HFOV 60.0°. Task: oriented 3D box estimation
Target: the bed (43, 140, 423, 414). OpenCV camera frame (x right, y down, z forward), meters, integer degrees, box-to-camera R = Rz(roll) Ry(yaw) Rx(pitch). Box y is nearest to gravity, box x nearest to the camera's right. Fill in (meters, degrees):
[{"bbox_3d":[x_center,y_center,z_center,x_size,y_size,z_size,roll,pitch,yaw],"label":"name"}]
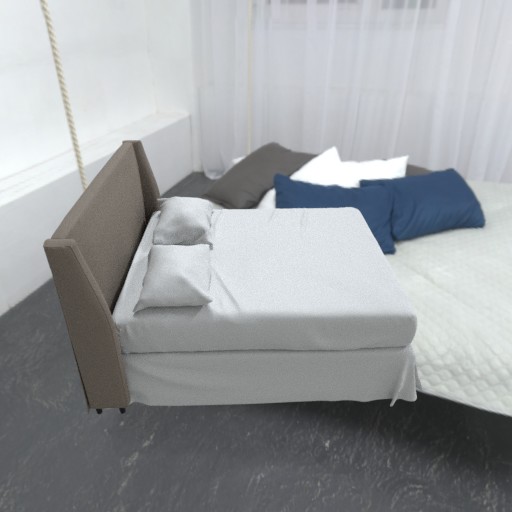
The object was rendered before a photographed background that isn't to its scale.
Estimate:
[{"bbox_3d":[0.000,0.000,3.435,2.276,1.332,1.925,-1,31,-2],"label":"bed"}]
